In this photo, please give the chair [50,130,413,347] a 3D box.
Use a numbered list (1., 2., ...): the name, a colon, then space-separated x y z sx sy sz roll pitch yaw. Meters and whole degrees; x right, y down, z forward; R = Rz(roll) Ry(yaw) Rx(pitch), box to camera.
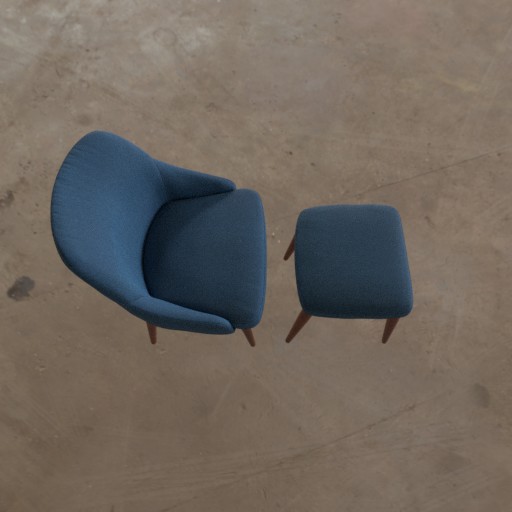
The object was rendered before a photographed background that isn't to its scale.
1. chair: 0.000 0.000 1.597 1.114 0.866 0.584 0 64 0
